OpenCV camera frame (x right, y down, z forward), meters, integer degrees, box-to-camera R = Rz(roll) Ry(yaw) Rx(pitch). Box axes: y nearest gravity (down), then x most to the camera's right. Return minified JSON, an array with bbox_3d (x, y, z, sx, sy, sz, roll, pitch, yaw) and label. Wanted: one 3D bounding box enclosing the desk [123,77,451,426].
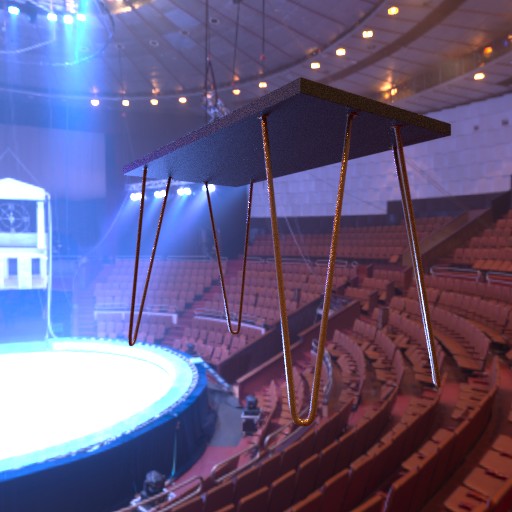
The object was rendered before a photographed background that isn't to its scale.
[{"bbox_3d":[0.000,0.000,1.371,0.499,0.660,0.991,0,0,-35],"label":"desk"}]
